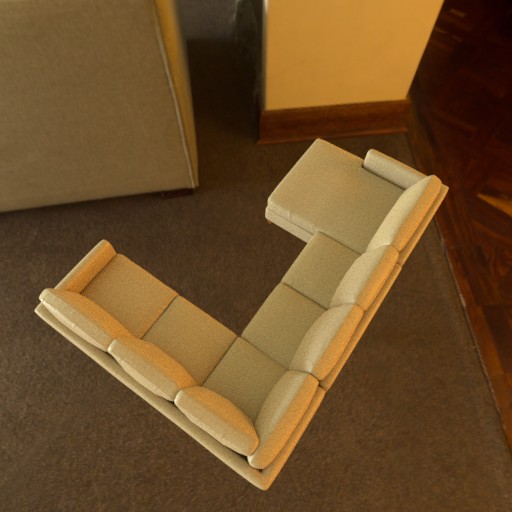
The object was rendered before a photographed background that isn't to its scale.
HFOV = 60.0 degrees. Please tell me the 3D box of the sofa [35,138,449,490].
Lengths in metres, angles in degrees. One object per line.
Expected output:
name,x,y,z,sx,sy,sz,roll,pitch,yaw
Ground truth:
sofa,0.000,0.000,4.554,2.594,0.961,3.460,32,68,15
